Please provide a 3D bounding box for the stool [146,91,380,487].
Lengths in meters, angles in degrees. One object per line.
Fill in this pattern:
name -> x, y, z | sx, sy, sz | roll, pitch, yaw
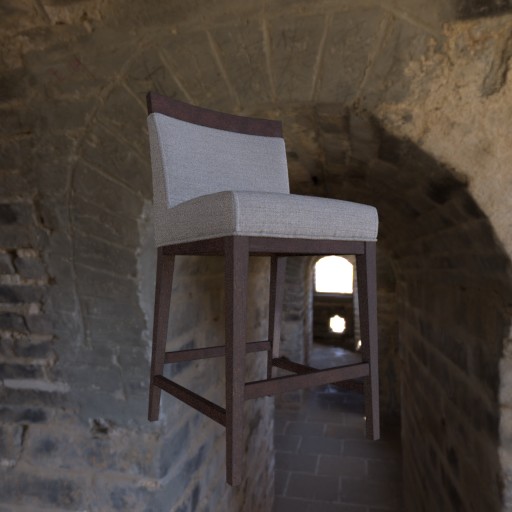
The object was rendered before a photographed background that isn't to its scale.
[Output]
stool -> 0.000, 0.000, 1.312 | 0.512, 1.009, 0.531 | 1, -1, -34
